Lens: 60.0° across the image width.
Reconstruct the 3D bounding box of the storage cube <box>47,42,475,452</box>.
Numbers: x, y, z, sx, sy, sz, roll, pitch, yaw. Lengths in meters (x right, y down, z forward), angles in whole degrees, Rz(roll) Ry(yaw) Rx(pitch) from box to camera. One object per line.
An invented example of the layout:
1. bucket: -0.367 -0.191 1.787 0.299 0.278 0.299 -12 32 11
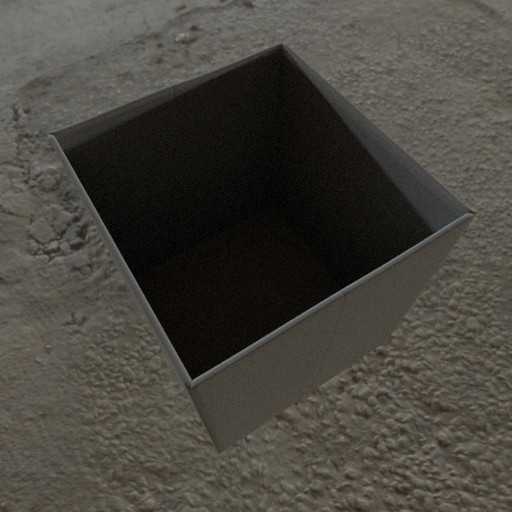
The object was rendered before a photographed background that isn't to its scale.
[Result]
1. storage cube: 0.000 0.000 0.486 0.270 0.280 0.270 -29 63 -16
